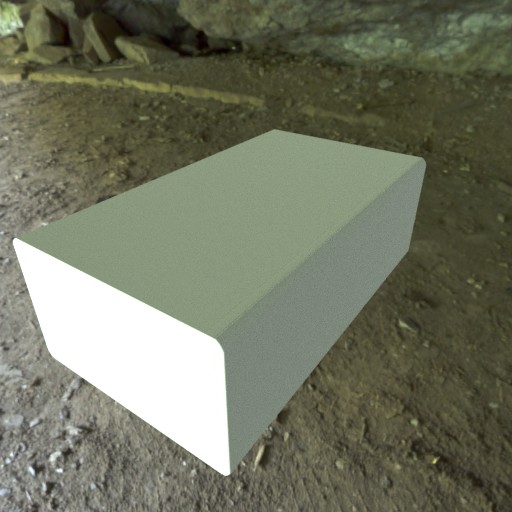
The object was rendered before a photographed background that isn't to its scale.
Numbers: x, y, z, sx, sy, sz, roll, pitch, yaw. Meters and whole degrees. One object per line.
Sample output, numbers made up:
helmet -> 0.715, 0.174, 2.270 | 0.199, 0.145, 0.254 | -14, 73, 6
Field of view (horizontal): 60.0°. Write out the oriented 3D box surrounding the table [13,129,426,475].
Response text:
table -> 0.000, 0.000, 1.377 | 0.639, 0.442, 1.097 | 20, 37, 29
